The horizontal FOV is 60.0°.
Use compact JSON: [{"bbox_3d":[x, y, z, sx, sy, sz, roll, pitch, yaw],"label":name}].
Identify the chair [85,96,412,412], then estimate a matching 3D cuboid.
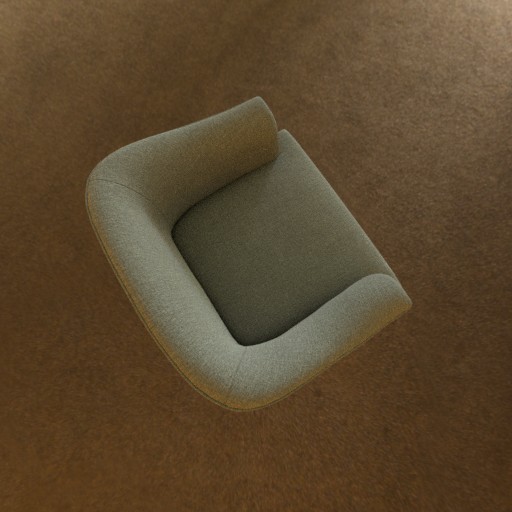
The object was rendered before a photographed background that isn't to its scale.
[{"bbox_3d":[0.000,0.000,1.441,0.704,0.815,0.798,-32,78,-8],"label":"chair"}]
